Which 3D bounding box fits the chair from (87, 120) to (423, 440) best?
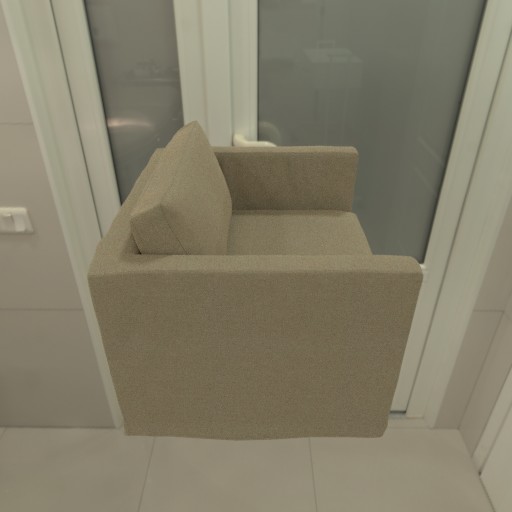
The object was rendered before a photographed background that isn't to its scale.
[{"bbox_3d":[0.000,0.000,1.760,0.949,0.863,1.057,0,33,0],"label":"chair"}]
